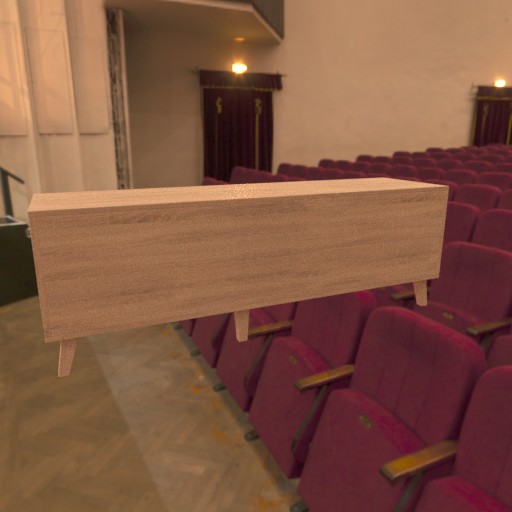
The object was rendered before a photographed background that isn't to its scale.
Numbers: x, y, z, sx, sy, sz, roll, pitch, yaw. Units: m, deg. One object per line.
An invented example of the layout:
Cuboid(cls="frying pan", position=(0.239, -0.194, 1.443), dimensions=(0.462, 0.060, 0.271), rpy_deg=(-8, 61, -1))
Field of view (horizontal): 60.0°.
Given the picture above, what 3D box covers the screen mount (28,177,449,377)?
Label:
Cuboid(cls="screen mount", position=(0.000, 0.000, 1.710), dimensions=(1.500, 0.510, 0.400), rpy_deg=(-7, 17, -23))
